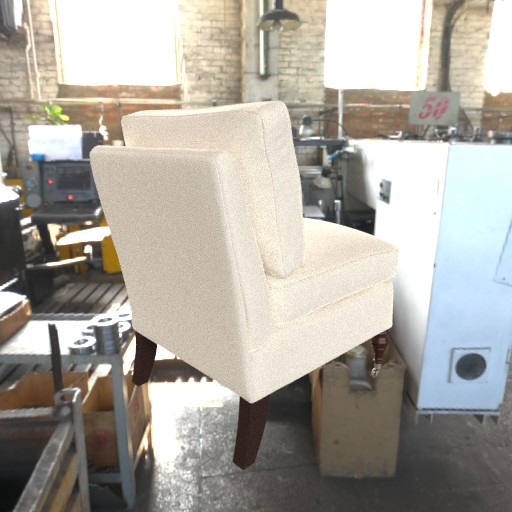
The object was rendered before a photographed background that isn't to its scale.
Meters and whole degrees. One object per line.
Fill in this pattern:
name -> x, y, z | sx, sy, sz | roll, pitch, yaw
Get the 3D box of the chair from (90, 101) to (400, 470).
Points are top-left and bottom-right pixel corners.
chair -> 0.000, 0.000, 1.408 | 0.781, 0.887, 0.630 | -14, 20, -41
